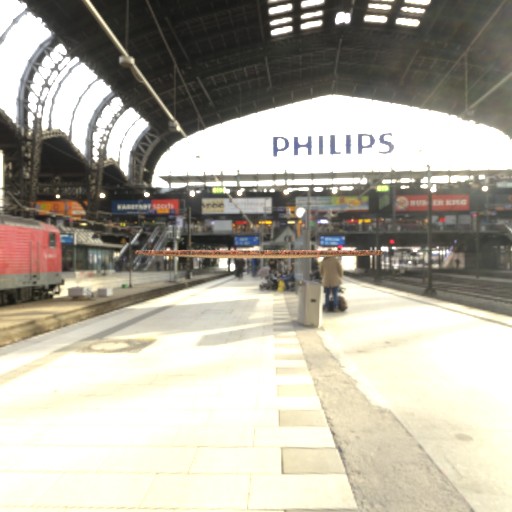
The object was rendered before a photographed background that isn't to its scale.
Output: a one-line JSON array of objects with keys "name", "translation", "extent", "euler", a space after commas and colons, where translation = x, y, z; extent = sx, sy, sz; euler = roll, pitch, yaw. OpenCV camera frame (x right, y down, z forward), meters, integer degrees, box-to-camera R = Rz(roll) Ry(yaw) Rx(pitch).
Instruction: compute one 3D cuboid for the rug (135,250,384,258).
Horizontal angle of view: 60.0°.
[{"name": "rug", "translation": [0.000, 0.000, 2.604], "extent": [0.810, 0.016, 2.413], "euler": [0, -1, 0]}]
